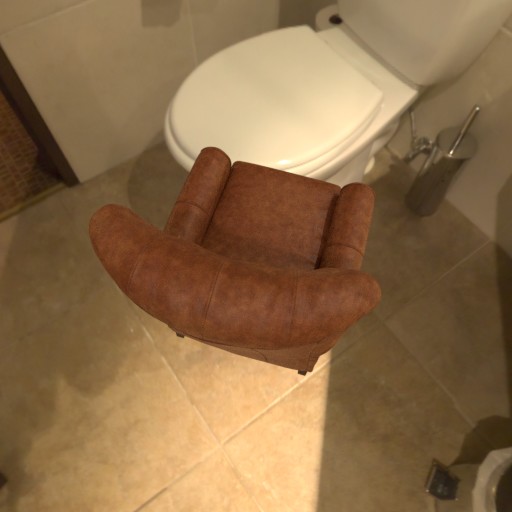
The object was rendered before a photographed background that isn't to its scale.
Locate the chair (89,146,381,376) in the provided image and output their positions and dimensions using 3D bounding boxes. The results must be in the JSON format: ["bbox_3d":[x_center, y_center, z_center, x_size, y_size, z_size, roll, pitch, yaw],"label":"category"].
[{"bbox_3d":[0.000,0.000,1.919,0.951,1.164,1.059,15,64,8],"label":"chair"}]
